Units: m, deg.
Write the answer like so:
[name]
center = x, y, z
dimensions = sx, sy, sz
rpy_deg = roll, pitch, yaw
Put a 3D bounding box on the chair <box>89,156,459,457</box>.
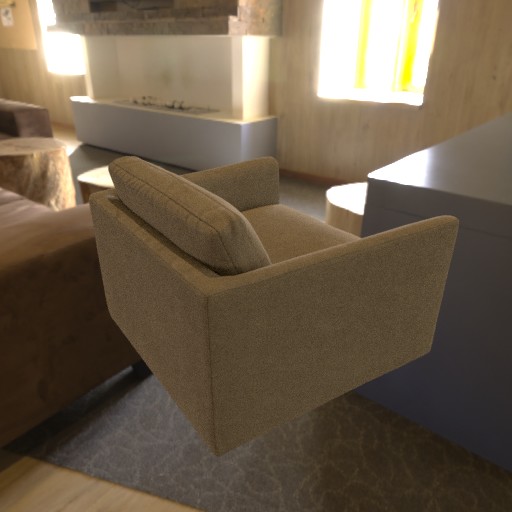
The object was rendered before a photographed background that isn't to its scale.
[chair]
center = 0.000, 0.000, 1.926
dimensions = 1.091, 0.845, 1.190
rpy_deg = -18, 31, -31
